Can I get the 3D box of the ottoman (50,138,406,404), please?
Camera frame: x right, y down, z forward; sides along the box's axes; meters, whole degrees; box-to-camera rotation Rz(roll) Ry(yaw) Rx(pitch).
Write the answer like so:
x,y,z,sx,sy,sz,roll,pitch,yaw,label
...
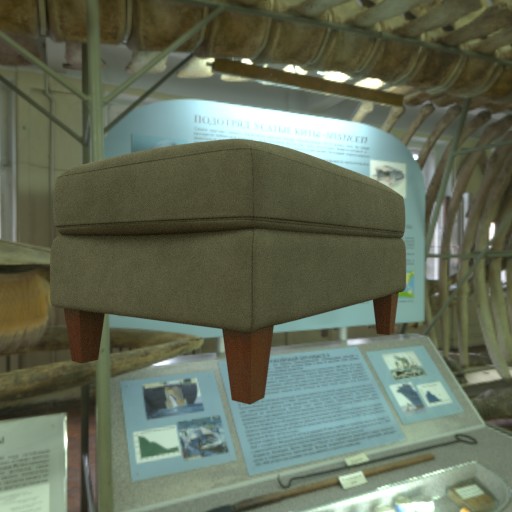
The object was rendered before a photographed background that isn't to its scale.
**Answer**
x,y,z,sx,sy,sz,roll,pitch,yaw,label
0.000,0.000,1.197,0.584,0.483,0.864,1,1,35,ottoman
